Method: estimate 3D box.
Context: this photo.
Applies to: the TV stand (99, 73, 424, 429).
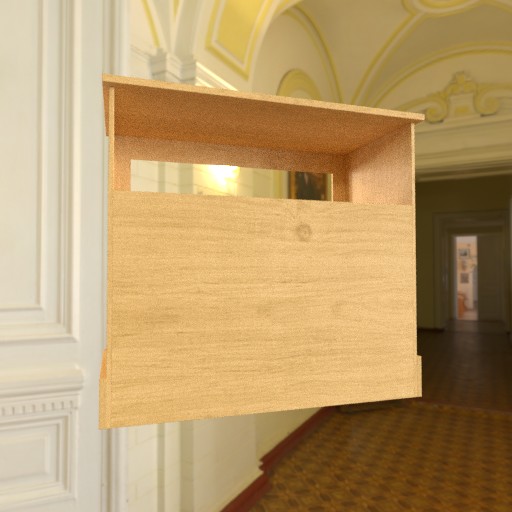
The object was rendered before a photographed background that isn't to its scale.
[{"bbox_3d":[0.000,0.000,1.301,0.851,0.787,0.430,1,-2,-18],"label":"TV stand"}]
